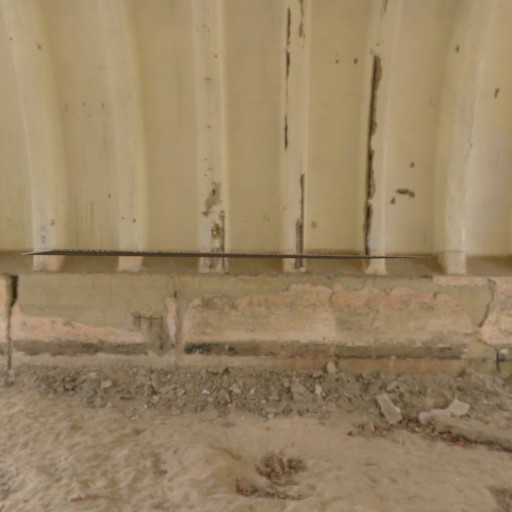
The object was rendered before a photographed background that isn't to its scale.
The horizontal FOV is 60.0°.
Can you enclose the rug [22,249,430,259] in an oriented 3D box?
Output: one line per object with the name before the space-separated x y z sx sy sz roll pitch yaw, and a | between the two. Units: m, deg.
rug | 0.000 0.000 2.692 2.438 0.006 0.783 1 -2 -36
